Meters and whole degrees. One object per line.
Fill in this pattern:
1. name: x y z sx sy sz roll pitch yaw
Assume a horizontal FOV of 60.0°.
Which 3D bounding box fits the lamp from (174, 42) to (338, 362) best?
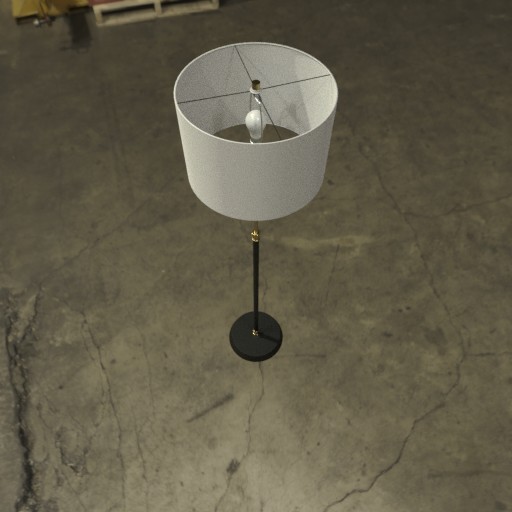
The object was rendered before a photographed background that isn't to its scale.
1. lamp: 0.000 0.000 1.709 0.404 1.517 0.404 -14 57 -9
